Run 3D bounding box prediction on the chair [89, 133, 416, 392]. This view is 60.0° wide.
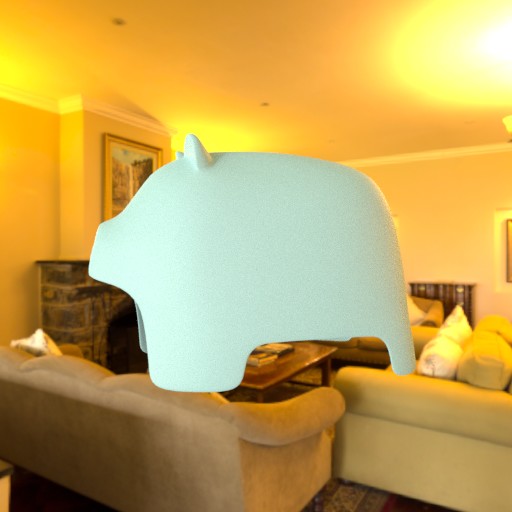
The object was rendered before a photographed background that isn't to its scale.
[{"bbox_3d":[0.000,0.000,0.877,0.619,0.423,0.364,0,0,-18],"label":"chair"}]
